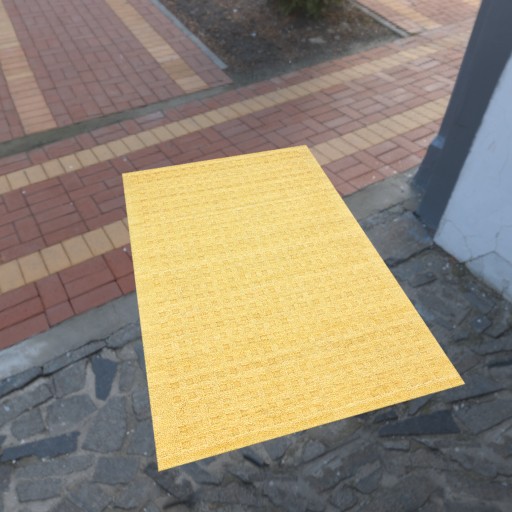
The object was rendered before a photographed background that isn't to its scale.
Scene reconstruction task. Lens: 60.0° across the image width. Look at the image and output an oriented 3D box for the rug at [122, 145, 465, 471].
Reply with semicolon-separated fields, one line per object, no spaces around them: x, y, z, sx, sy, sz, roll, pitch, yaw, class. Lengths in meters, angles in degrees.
0.000;0.000;2.837;1.524;0.006;2.286;-11;47;-11;rug
